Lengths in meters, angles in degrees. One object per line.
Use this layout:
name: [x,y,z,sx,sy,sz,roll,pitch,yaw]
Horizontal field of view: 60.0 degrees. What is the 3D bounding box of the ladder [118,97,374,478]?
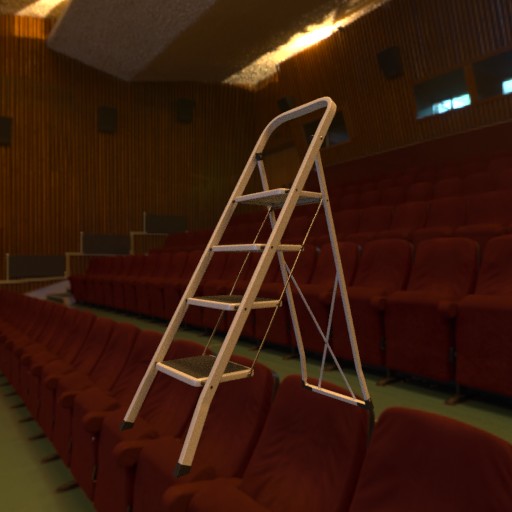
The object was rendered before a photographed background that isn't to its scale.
ladder: [0.000,0.000,1.717,0.914,1.265,0.460,0,-1,-37]
